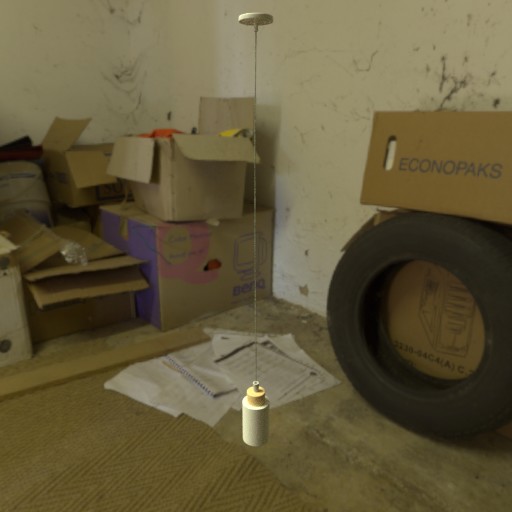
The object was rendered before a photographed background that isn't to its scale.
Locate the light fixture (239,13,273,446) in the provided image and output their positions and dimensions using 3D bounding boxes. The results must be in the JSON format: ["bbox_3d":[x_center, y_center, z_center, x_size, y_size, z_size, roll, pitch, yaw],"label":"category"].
[{"bbox_3d":[0.000,0.000,1.853,0.125,1.798,0.125,8,18,25],"label":"light fixture"}]
